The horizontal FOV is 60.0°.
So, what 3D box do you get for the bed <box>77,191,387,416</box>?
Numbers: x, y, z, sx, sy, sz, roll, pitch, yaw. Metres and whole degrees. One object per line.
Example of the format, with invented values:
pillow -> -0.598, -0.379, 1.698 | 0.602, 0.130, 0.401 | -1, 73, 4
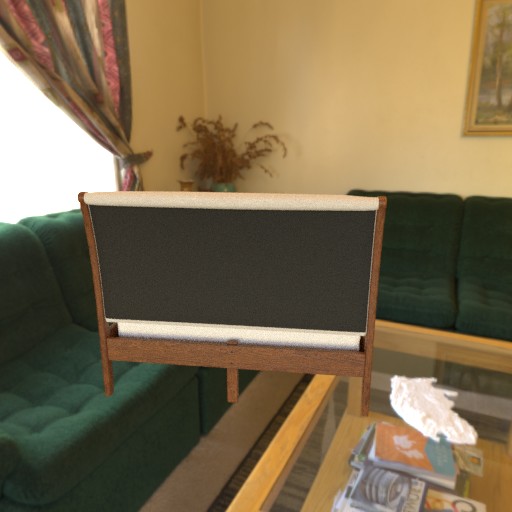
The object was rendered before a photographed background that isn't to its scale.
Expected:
bed -> 0.000, 0.000, 3.456 | 1.612, 1.250, 2.380 | 2, 15, 7
